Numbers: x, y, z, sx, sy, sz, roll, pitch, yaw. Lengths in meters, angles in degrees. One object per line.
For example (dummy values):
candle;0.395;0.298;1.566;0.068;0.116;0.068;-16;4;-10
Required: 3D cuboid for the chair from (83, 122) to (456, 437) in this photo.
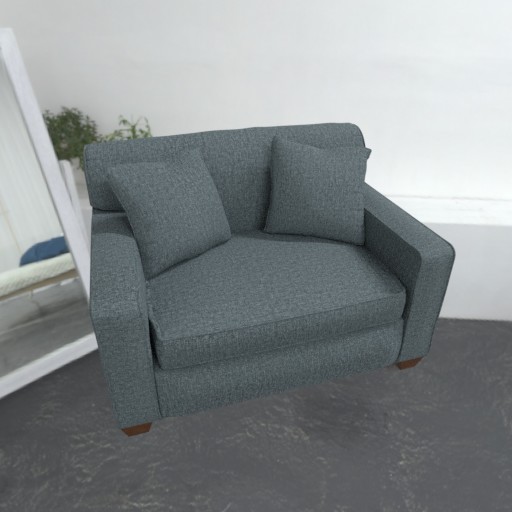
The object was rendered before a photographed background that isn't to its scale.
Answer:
chair;0.000;0.000;2.018;1.383;0.948;1.000;-9;32;-15
